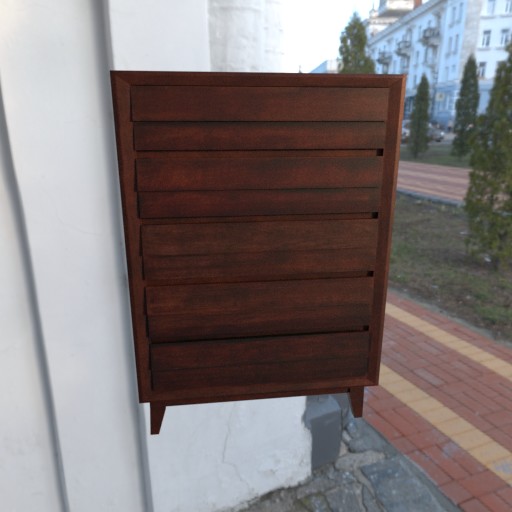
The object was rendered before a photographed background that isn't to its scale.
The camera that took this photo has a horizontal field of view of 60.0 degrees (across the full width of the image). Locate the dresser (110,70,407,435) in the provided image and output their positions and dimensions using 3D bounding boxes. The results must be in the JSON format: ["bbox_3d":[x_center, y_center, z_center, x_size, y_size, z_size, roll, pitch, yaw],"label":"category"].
[{"bbox_3d":[0.000,0.000,2.028,1.072,1.514,0.506,-2,17,-7],"label":"dresser"}]
